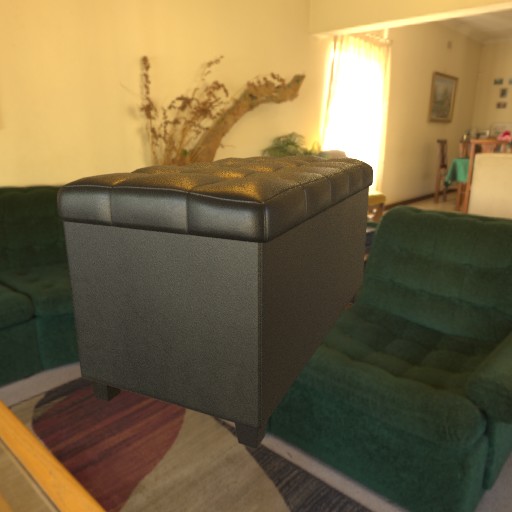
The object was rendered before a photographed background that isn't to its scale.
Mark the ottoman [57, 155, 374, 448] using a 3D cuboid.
[{"bbox_3d":[0.000,0.000,1.128,0.432,0.470,0.838,7,17,24],"label":"ottoman"}]
